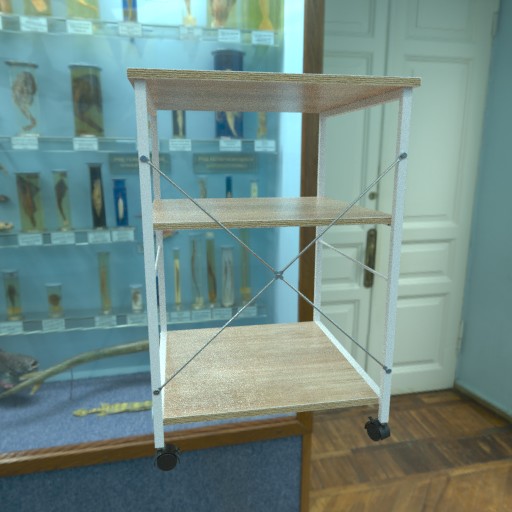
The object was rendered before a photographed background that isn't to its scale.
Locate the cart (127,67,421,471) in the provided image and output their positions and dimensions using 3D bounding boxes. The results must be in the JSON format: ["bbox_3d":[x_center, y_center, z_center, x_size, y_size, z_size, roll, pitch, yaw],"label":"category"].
[{"bbox_3d":[0.000,0.000,1.097,0.521,0.762,0.520,-2,13,-10],"label":"cart"}]
